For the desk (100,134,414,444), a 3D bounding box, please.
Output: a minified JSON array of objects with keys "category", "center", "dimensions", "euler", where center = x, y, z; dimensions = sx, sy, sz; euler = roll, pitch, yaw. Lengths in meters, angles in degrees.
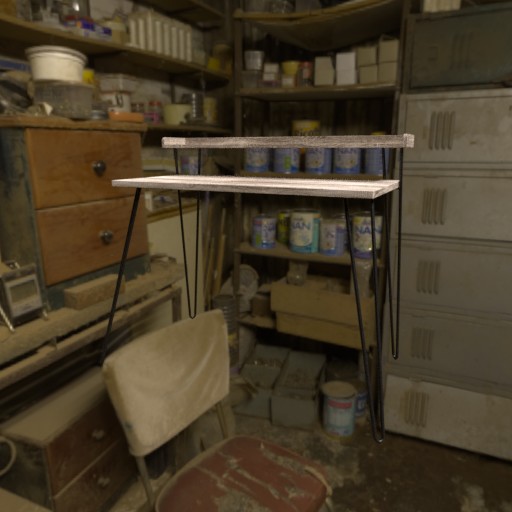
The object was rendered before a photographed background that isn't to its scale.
[{"category":"desk","center":[0.000,0.000,1.706],"dimensions":[1.135,0.899,0.605],"euler":[7,15,26]}]
